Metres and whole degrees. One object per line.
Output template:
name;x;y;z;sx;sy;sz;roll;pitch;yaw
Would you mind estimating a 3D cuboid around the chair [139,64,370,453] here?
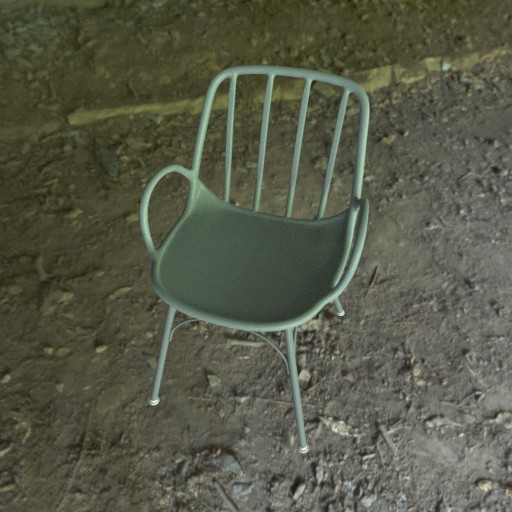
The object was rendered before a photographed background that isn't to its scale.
chair;0.000;0.000;1.210;0.549;0.816;0.597;12;43;13
